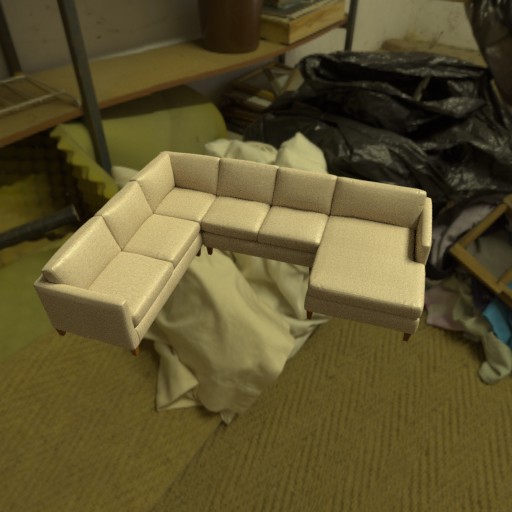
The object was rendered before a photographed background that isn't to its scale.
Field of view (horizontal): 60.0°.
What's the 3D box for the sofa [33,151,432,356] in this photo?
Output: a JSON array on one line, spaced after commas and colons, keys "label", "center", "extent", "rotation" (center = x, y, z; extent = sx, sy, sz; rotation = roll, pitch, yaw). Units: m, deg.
[{"label": "sofa", "center": [0.000, 0.000, 4.686], "extent": [3.460, 0.961, 2.594], "rotation": [11, 41, 13]}]
